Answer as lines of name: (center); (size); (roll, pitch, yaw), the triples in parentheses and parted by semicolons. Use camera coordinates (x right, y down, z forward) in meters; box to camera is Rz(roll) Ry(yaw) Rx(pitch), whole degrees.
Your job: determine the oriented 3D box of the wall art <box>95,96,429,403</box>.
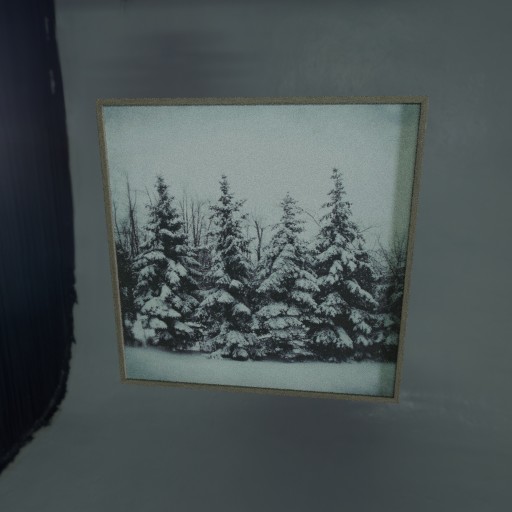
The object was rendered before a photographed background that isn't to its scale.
wall art: (0.000, 0.000, 0.755); (0.507, 0.507, 0.037); (2, 16, 7)
